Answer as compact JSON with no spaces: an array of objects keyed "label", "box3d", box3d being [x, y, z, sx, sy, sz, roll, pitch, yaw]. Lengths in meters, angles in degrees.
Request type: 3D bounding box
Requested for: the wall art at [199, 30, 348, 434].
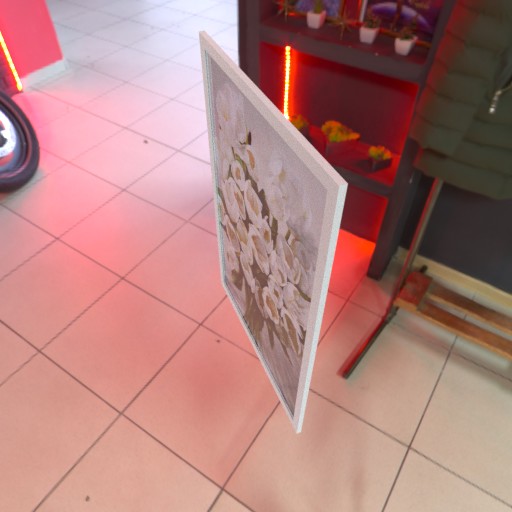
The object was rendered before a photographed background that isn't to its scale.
[{"label":"wall art","box3d":[0.000,0.000,1.230,0.015,0.965,0.660,-18,50,-16]}]
